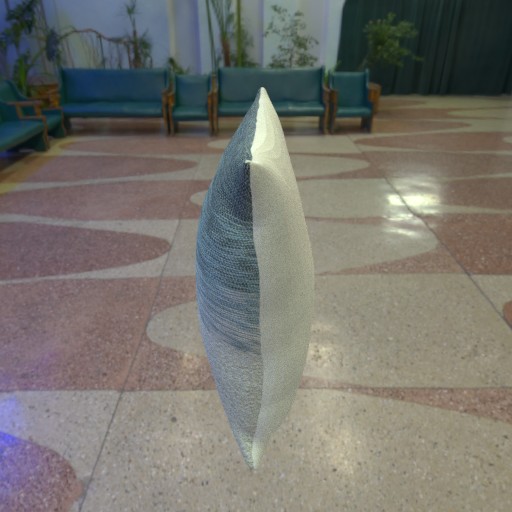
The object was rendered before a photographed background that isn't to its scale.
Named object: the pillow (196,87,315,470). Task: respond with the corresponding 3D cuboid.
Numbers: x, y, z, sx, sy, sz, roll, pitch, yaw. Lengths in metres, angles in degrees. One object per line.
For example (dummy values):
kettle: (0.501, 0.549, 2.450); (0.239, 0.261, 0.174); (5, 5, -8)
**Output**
pillow: (0.000, 0.000, 0.689); (0.182, 0.441, 0.440); (1, 28, 2)
